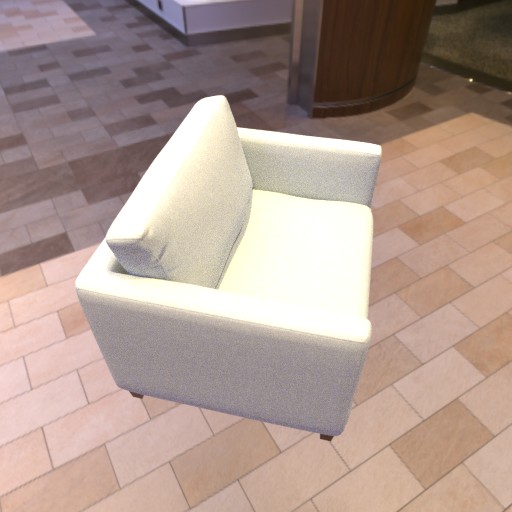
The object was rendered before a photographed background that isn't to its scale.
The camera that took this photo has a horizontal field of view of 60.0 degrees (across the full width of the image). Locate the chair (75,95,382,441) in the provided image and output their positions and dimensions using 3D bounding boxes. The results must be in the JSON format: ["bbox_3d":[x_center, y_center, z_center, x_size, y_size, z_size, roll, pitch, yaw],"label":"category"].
[{"bbox_3d":[0.000,0.000,1.857,0.953,0.961,1.107,9,46,9],"label":"chair"}]
